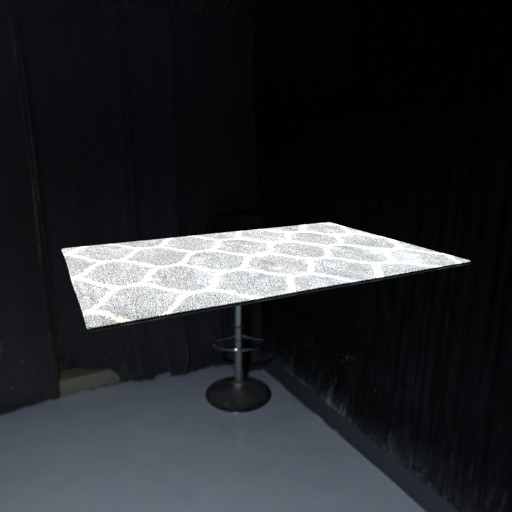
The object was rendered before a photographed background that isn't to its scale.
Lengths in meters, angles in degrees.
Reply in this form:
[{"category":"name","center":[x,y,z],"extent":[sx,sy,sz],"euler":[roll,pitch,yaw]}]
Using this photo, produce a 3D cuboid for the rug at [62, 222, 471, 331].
[{"category":"rug","center":[0.000,0.000,3.477],"extent":[2.701,0.026,1.801],"euler":[-7,16,-26]}]
